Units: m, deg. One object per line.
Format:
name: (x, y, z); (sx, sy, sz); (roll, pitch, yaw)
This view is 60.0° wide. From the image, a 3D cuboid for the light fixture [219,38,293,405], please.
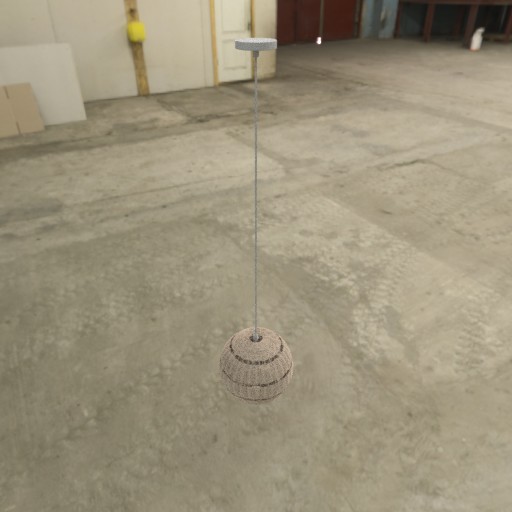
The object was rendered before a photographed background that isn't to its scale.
light fixture: (0.000, 0.000, 2.294); (0.457, 2.019, 0.457); (-1, 32, -1)
